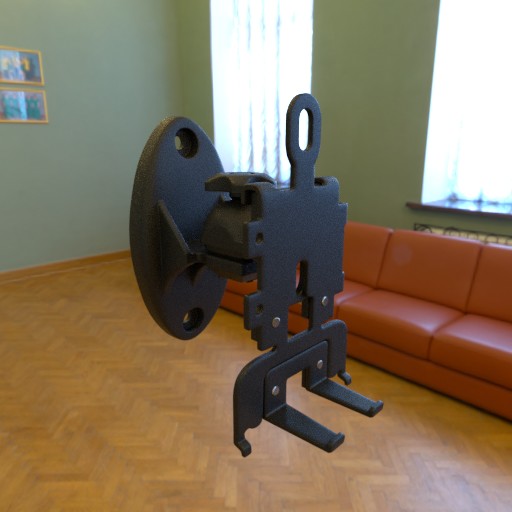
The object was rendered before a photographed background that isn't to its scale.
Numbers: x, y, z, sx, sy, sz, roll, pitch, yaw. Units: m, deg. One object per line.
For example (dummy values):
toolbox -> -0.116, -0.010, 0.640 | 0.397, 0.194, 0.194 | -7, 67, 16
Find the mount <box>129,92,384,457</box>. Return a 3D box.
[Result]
mount -> 0.000, 0.000, 0.174 | 0.100, 0.118, 0.066 | 14, 20, 42
